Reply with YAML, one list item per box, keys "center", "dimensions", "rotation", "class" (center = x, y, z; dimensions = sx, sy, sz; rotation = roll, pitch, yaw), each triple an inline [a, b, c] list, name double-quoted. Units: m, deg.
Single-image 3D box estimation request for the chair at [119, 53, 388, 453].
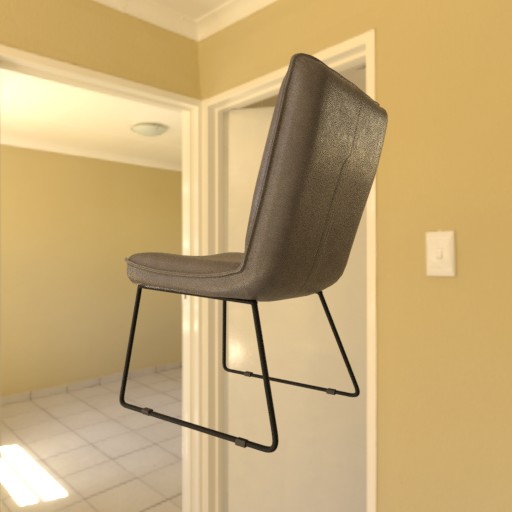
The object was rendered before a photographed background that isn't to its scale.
- center: [0.000, 0.000, 1.371]
  dimensions: [0.688, 0.932, 0.515]
  rotation: [0, 1, 36]
  class: "chair"
